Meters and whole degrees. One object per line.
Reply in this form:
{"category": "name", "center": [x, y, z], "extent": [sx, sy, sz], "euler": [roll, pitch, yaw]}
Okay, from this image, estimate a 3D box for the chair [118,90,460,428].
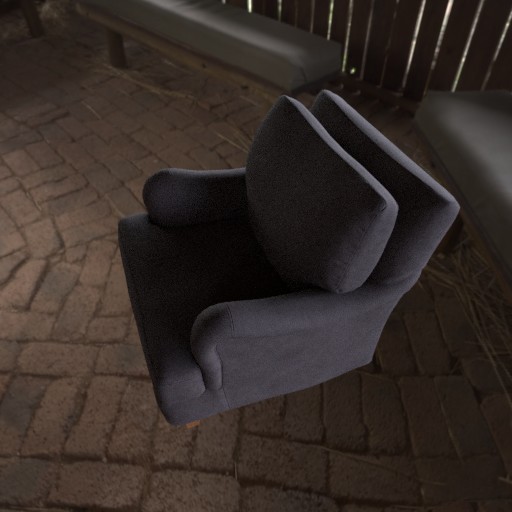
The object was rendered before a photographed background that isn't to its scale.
{"category": "chair", "center": [0.000, 0.000, 1.853], "extent": [1.070, 0.997, 0.955], "euler": [-15, 47, -15]}
